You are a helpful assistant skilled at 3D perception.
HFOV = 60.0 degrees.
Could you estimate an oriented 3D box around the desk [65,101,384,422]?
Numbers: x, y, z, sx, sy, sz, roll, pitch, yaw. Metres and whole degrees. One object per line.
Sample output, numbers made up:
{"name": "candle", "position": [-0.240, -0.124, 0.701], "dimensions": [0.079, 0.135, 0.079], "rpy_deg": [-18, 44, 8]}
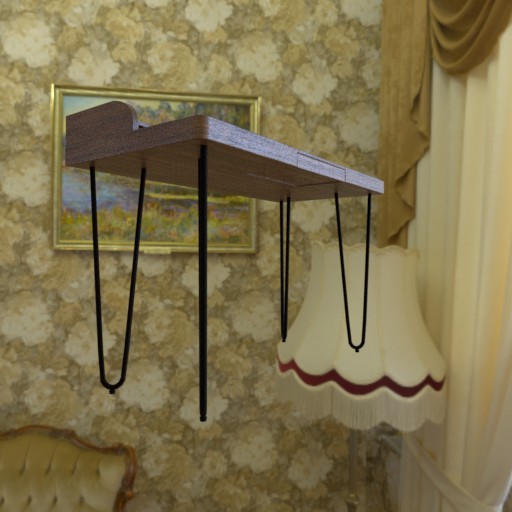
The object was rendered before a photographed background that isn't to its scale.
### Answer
{"name": "desk", "position": [0.000, 0.000, 1.669], "dimensions": [0.565, 0.854, 1.200], "rpy_deg": [0, 0, 36]}
